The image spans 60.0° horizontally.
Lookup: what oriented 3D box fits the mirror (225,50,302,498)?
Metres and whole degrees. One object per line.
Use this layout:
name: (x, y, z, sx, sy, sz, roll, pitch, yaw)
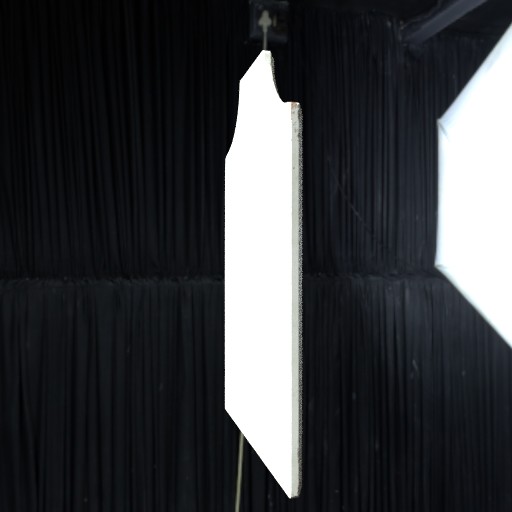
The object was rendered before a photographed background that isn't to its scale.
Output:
mirror: (0.000, 0.000, 0.849, 0.022, 0.717, 0.403, 0, 0, -18)
